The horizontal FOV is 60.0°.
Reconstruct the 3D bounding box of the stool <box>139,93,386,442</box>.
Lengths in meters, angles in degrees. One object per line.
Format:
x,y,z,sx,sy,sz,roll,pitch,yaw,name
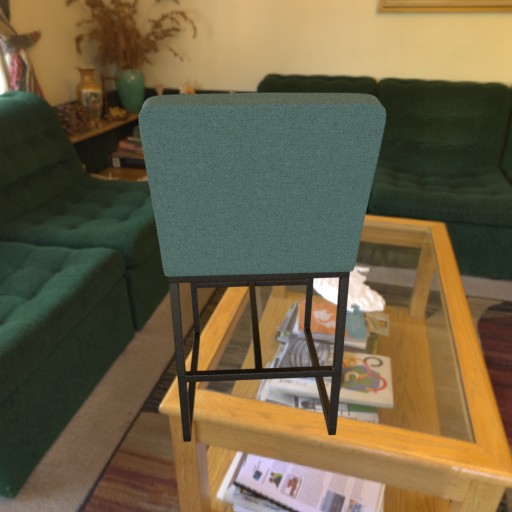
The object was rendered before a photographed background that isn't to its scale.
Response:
0.000,0.000,1.249,0.460,0.940,0.560,-1,29,-3,stool
